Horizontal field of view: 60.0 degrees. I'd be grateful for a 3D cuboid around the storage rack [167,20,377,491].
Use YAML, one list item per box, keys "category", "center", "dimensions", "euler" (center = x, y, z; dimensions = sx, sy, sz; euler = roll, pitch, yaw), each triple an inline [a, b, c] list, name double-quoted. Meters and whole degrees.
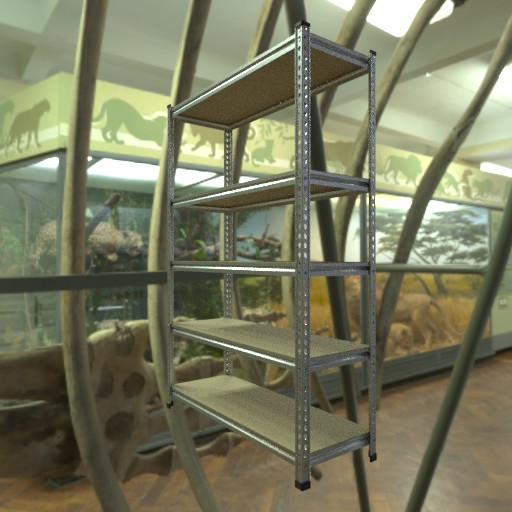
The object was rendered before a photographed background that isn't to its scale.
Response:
- category: "storage rack"
  center: [0.000, 0.000, 2.342]
  dimensions: [0.457, 1.829, 1.219]
  euler: [0, 0, -37]
